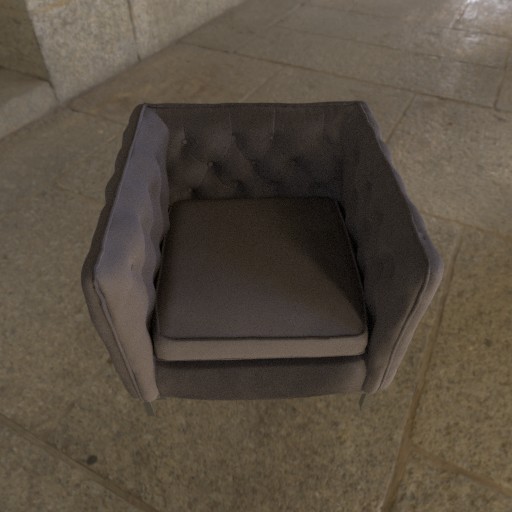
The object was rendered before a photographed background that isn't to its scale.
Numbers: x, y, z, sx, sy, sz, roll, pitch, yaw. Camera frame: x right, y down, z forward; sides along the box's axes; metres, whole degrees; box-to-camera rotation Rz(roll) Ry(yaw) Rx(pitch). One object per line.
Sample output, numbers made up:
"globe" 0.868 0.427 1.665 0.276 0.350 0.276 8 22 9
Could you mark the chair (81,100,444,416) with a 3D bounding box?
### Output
"chair" 0.000 0.000 1.640 0.946 0.807 0.913 -1 46 -1
